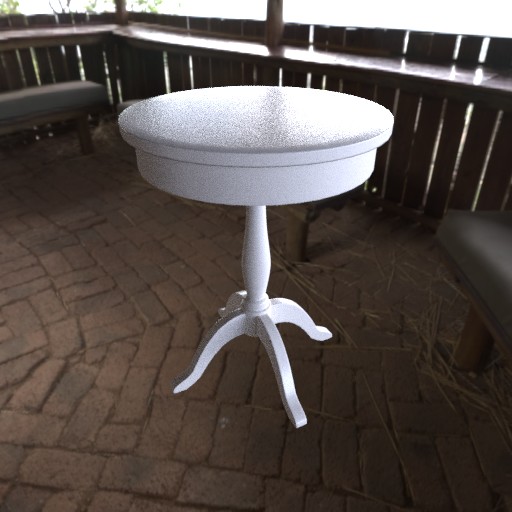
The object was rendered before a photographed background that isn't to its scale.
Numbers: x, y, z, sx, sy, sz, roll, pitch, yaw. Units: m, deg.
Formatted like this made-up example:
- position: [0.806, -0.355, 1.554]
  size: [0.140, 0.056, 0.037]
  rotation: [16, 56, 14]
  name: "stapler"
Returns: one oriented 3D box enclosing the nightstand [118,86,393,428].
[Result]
- position: [0.000, 0.000, 1.021]
  size: [0.513, 0.653, 0.513]
  rotation: [-9, 32, -15]
  name: "nightstand"
